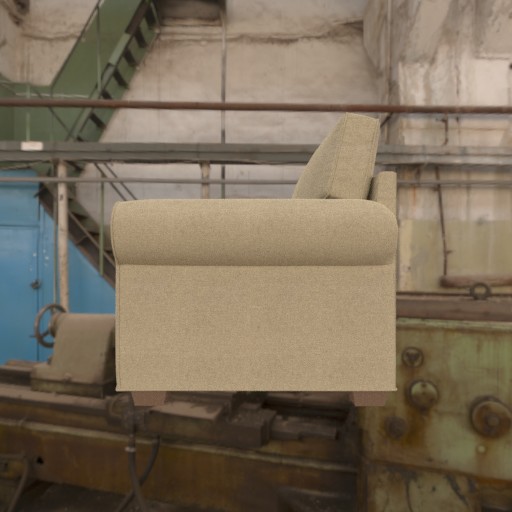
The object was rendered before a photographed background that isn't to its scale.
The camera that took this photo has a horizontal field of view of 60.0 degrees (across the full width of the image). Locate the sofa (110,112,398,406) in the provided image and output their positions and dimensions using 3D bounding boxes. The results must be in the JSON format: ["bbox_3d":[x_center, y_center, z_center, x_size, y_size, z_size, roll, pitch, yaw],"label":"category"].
[{"bbox_3d":[0.000,0.000,2.070,0.936,0.991,1.405,0,0,0],"label":"sofa"}]
